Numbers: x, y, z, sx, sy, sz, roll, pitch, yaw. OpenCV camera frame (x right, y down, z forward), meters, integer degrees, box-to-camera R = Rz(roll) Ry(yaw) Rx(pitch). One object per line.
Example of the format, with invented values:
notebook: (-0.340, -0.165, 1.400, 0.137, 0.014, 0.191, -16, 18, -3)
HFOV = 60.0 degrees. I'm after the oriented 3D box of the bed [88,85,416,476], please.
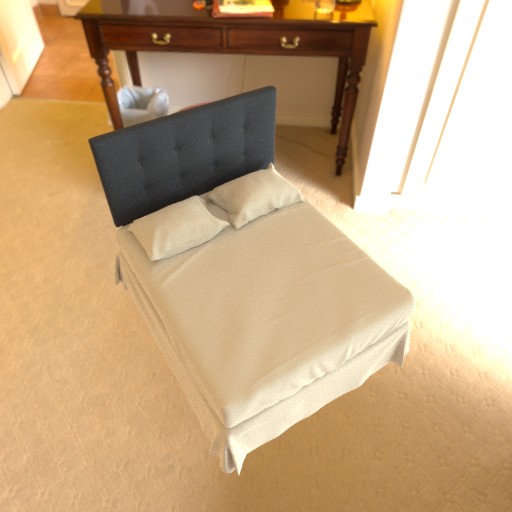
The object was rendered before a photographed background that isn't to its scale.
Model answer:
bed: (0.000, 0.000, 3.496, 1.936, 1.577, 2.222, -24, 51, -21)
